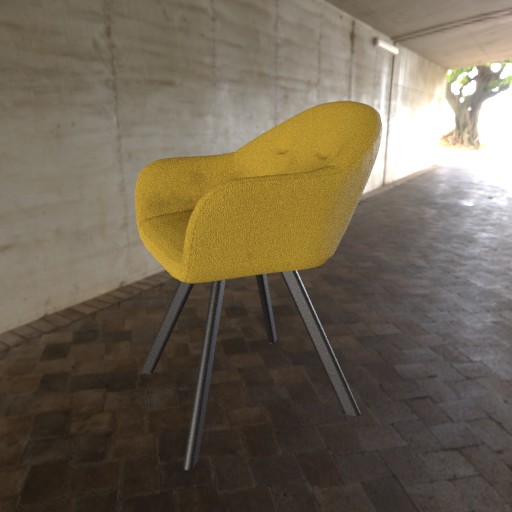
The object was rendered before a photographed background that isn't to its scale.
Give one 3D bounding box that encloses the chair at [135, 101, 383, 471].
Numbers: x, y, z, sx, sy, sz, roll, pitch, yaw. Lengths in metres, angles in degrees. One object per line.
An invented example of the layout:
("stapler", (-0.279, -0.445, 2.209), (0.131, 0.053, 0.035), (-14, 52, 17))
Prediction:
("chair", (0.000, 0.000, 1.158), (0.565, 0.775, 0.545), (-8, 18, -24))
